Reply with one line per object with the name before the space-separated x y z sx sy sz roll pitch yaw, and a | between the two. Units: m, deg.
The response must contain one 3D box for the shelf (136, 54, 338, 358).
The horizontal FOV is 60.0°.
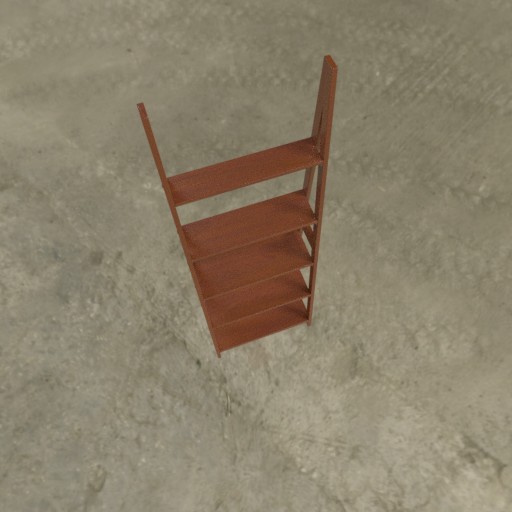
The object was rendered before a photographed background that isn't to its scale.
shelf | 0.000 0.000 2.080 0.630 1.780 0.356 -18 65 -9
